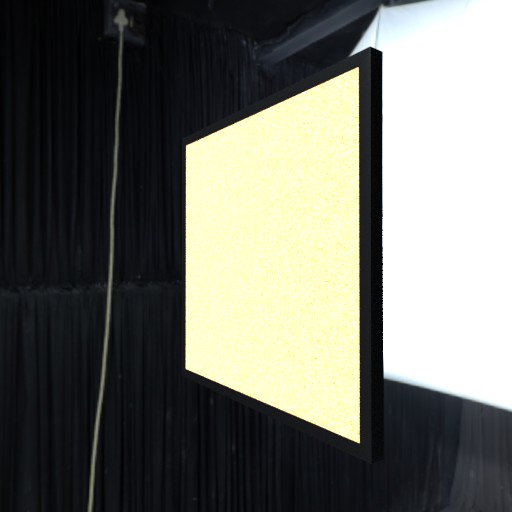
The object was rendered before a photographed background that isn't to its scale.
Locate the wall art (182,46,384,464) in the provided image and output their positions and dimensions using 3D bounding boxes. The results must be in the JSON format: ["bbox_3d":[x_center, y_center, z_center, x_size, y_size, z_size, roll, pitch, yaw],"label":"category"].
[{"bbox_3d":[0.000,0.000,1.117,0.036,0.755,0.756,0,-1,-36],"label":"wall art"}]
